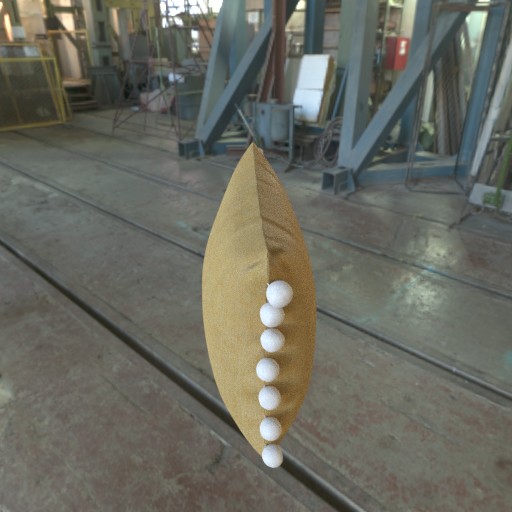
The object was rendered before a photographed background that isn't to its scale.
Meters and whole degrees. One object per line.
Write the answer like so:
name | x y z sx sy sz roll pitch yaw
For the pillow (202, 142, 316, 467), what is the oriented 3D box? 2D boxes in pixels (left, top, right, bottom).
pillow | 0.000 0.000 0.834 0.201 0.322 0.709 -1 26 -2
